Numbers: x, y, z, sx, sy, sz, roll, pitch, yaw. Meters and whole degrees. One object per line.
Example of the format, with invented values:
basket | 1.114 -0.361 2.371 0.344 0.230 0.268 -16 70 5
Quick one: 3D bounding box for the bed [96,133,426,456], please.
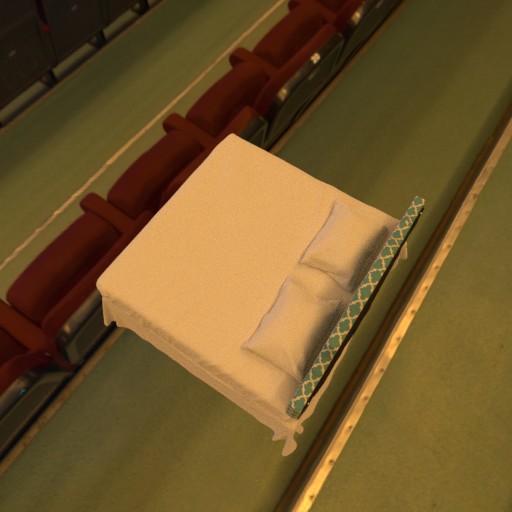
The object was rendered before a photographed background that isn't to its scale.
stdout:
bed | 0.000 0.000 3.818 2.222 1.601 2.314 31 67 15
